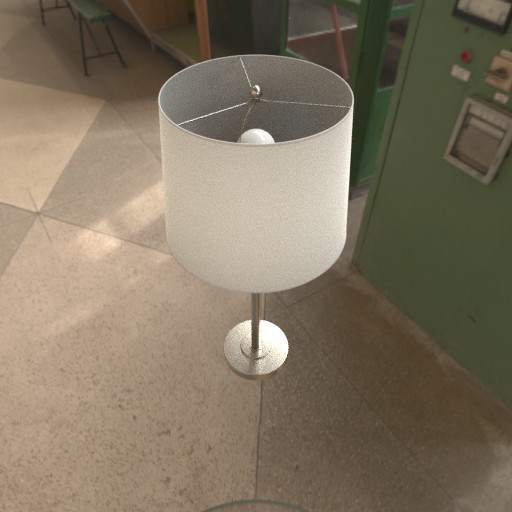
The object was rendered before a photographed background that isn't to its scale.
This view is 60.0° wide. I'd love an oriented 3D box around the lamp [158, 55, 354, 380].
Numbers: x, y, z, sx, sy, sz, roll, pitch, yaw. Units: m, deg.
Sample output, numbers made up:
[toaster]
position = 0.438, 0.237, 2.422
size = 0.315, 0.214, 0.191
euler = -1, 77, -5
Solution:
[lamp]
position = 0.000, 0.000, 0.885
size = 0.333, 0.696, 0.333
euler = 0, 45, 0
